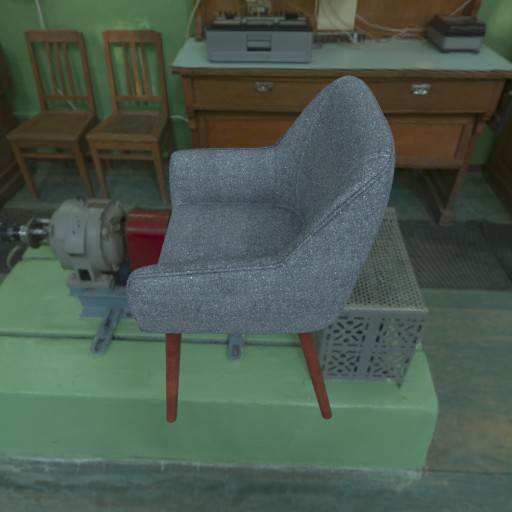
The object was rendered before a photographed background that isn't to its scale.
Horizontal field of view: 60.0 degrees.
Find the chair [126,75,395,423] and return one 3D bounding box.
[{"bbox_3d":[0.000,0.000,1.158,0.519,0.803,0.543,1,40,1],"label":"chair"}]
